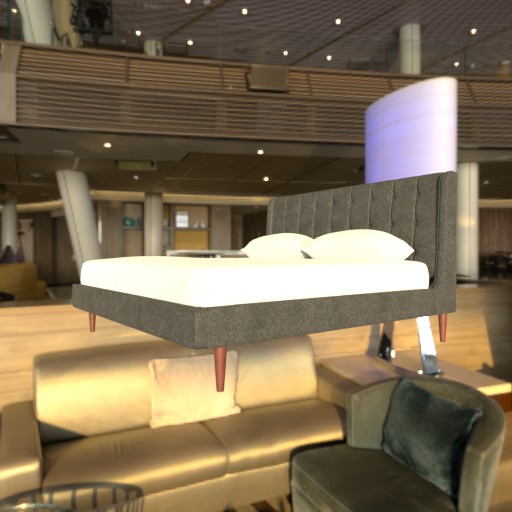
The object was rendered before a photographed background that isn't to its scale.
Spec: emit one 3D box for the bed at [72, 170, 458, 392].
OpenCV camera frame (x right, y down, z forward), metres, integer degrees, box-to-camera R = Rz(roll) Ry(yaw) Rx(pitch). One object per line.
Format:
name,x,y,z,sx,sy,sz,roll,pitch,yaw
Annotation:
bed,0.000,0.000,2.558,1.638,0.933,1.531,0,0,-37
